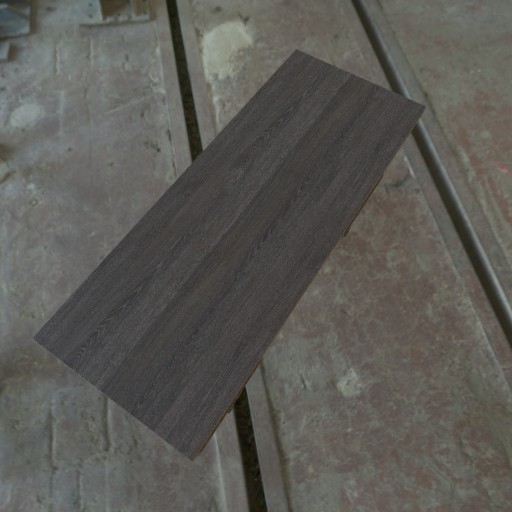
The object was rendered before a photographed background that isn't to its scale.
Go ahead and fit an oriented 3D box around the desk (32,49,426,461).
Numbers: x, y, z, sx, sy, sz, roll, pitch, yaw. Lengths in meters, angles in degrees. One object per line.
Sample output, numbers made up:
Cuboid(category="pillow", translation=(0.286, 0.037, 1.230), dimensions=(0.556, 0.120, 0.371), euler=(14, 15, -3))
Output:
Cuboid(category="desk", translation=(0.000, 0.000, 1.876), dimensions=(0.600, 0.760, 1.524), euler=(31, 67, 14))
